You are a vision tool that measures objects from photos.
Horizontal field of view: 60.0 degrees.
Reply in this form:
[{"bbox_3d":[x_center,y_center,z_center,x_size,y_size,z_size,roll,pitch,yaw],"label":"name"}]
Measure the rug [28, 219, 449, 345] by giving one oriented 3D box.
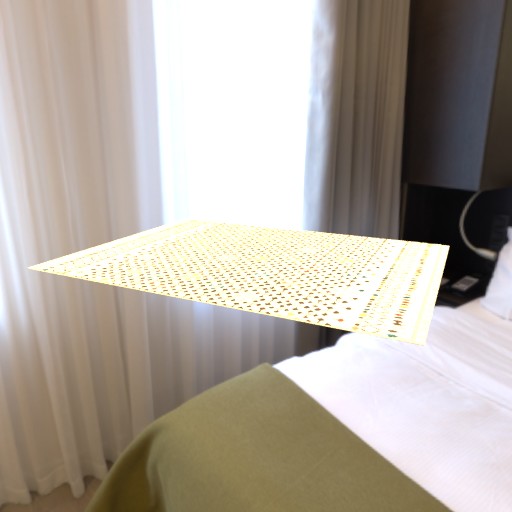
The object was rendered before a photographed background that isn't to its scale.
[{"bbox_3d":[0.000,0.000,2.009,1.556,0.006,1.146,8,18,25],"label":"rug"}]
